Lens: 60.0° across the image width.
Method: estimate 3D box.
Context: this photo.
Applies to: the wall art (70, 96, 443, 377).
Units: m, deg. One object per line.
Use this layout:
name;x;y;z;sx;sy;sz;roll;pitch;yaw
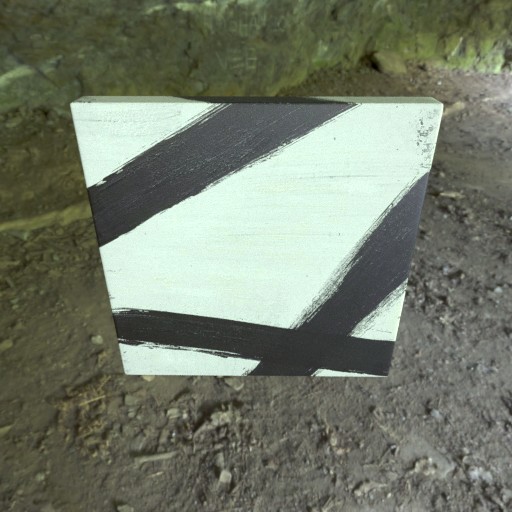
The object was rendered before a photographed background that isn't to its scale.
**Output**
wall art;0.000;0.000;0.747;0.507;0.508;0.050;0;30;1
